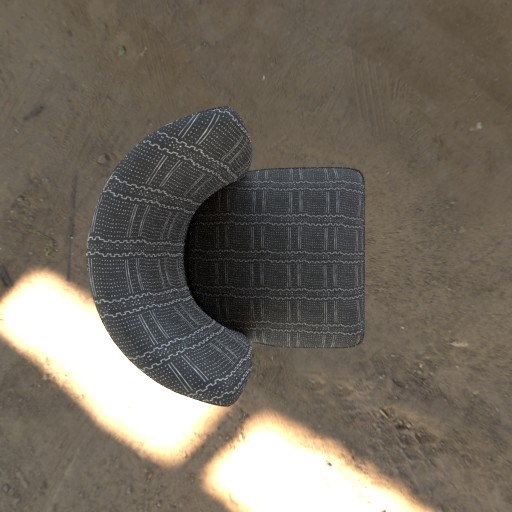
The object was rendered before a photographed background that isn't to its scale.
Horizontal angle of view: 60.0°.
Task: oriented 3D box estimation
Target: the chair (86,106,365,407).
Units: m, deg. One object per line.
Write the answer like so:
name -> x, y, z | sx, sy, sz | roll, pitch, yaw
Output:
chair -> 0.000, 0.000, 1.430 | 0.758, 0.866, 0.710 | 0, 90, 2
